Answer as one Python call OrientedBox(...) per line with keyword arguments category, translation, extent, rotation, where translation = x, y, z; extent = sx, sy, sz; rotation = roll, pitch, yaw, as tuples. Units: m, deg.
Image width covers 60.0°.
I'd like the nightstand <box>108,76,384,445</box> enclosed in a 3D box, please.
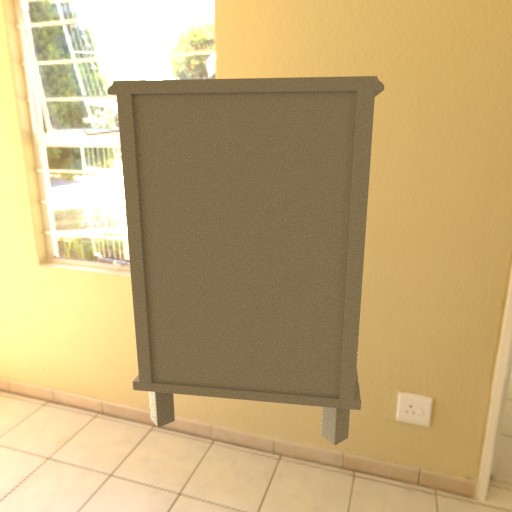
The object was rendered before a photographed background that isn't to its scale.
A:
OrientedBox(category="nightstand", translation=(0.000, 0.000, 0.961), extent=(0.450, 0.680, 0.350), rotation=(2, 16, 8))
